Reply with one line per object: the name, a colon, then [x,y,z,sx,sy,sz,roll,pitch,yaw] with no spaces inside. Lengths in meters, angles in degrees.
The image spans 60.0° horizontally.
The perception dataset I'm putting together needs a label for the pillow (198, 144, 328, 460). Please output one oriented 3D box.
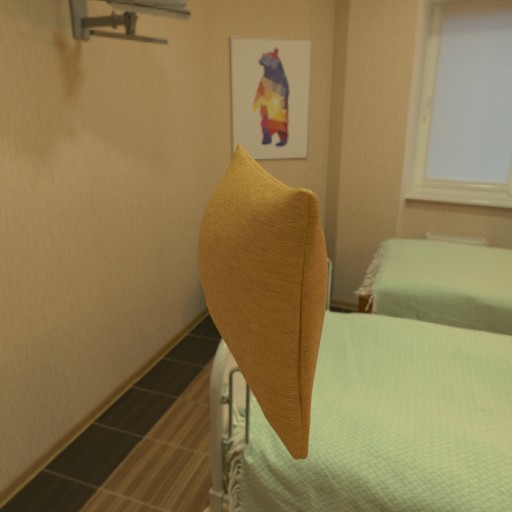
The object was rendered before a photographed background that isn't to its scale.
pillow: [0.000,0.000,0.807,0.210,0.354,0.634,-3,18,-8]
